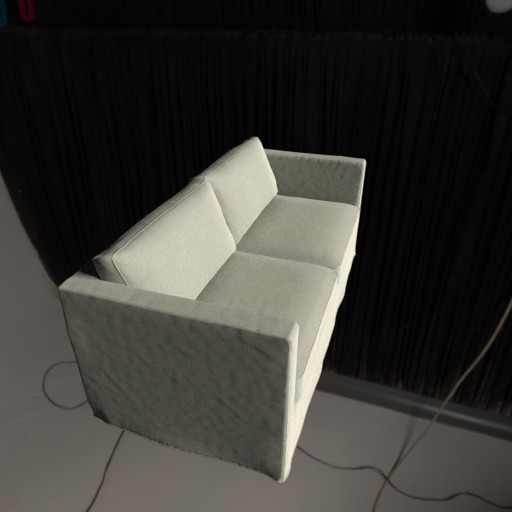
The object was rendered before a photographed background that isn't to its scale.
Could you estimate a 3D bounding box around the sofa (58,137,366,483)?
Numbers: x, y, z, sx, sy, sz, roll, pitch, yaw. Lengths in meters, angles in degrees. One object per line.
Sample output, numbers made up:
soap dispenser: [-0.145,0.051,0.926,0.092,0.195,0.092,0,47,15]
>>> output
sofa: [0.000,0.000,2.474,0.940,0.870,1.987,10,31,16]
